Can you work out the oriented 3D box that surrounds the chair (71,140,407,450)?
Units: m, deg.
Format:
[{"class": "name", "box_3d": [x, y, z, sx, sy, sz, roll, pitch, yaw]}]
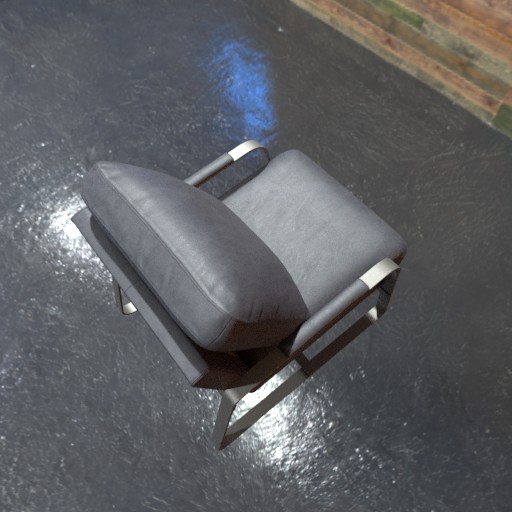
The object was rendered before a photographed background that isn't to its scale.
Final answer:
[{"class": "chair", "box_3d": [0.000, 0.000, 1.464, 0.878, 0.839, 0.692, -35, 65, -19]}]
